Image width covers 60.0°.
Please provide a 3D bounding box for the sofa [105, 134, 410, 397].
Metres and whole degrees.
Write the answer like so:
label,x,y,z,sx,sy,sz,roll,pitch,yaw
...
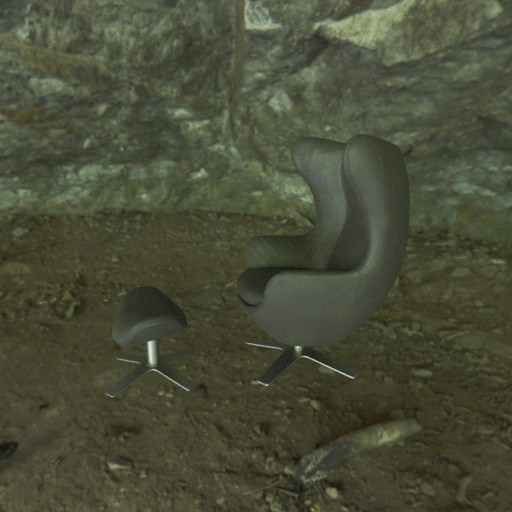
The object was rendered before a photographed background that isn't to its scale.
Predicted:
label,x,y,z,sx,sy,sz,roll,pitch,yaw
sofa,0.000,0.000,2.166,1.444,1.135,0.894,-2,15,-9
